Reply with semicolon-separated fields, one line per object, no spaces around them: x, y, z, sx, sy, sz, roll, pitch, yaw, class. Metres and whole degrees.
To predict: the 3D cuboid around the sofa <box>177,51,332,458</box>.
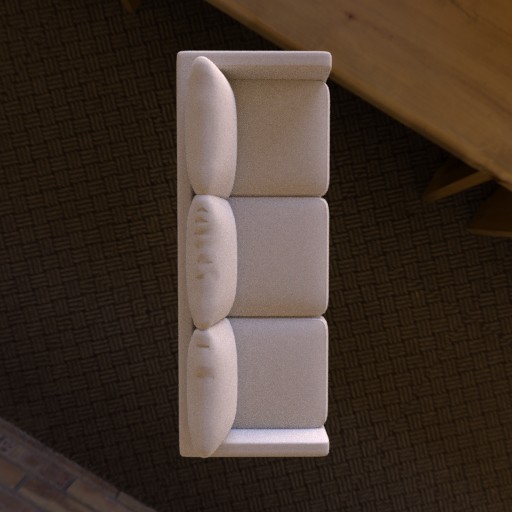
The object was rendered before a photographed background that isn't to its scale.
0.000;0.000;2.632;0.859;0.874;2.218;0;92;0;sofa
